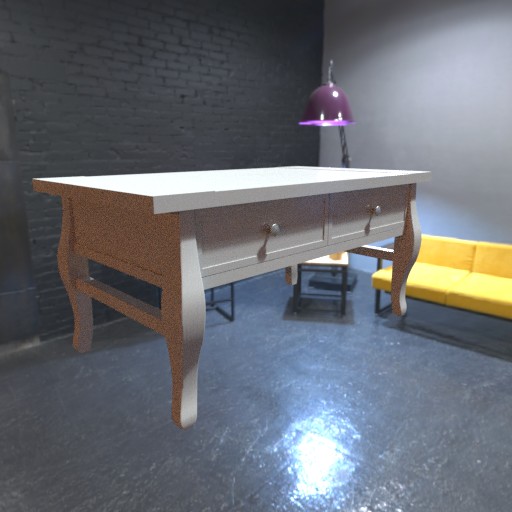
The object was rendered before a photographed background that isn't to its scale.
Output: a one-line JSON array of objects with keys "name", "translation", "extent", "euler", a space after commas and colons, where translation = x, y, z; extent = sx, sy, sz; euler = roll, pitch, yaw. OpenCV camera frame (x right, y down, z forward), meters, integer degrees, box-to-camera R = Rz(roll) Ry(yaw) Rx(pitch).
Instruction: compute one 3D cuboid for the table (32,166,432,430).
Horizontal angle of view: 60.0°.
[{"name": "table", "translation": [0.000, 0.000, 1.372], "extent": [1.062, 0.495, 0.600], "euler": [-13, 19, -43]}]
